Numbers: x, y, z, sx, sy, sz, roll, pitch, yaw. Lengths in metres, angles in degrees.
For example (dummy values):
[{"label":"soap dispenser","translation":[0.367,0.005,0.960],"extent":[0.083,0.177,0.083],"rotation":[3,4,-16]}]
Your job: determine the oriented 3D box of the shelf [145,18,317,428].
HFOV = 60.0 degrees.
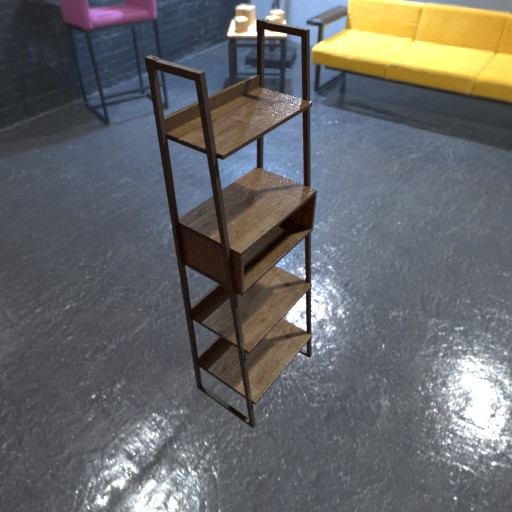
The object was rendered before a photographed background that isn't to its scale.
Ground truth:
[{"label":"shelf","translation":[0.000,0.000,2.248],"extent":[0.454,2.005,0.652],"rotation":[26,48,27]}]
